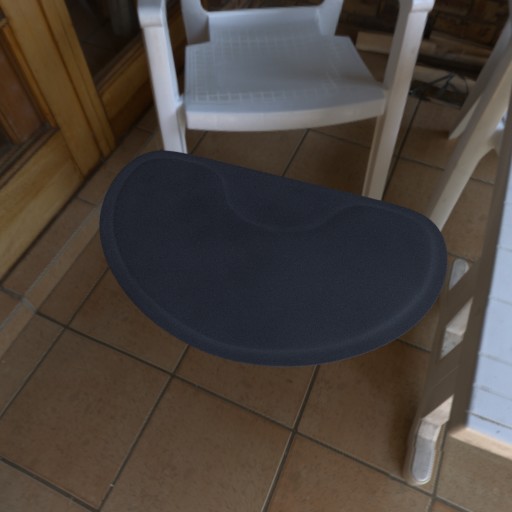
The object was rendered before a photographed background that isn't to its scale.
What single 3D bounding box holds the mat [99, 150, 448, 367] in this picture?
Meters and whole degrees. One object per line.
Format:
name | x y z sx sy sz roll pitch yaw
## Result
mat | 0.000 0.000 1.847 1.524 0.013 0.913 15 59 9
